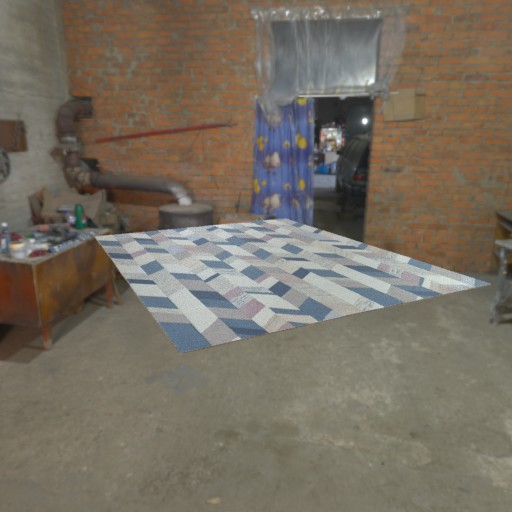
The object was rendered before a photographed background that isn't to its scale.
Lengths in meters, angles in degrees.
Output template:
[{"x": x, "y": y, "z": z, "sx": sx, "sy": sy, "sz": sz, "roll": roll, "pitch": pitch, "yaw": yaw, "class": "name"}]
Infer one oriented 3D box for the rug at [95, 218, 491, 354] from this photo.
[{"x": 0.000, "y": 0.000, "z": 4.118, "sx": 2.451, "sy": 0.011, "sz": 3.072, "roll": -8, "pitch": 17, "yaw": -26, "class": "rug"}]
